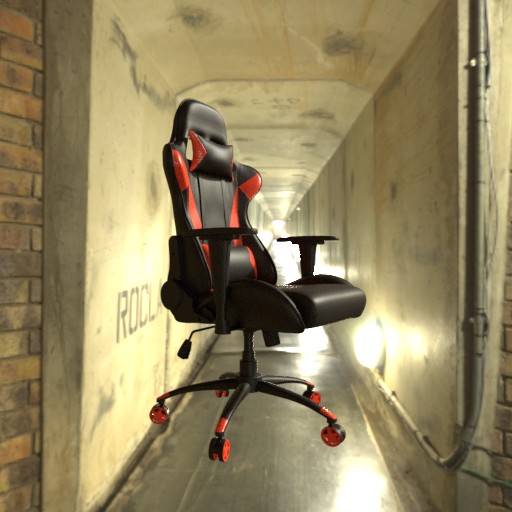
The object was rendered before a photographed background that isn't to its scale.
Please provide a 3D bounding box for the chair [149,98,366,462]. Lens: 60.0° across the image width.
[{"bbox_3d":[0.000,0.000,1.689,0.730,1.282,0.695,0,0,35],"label":"chair"}]
